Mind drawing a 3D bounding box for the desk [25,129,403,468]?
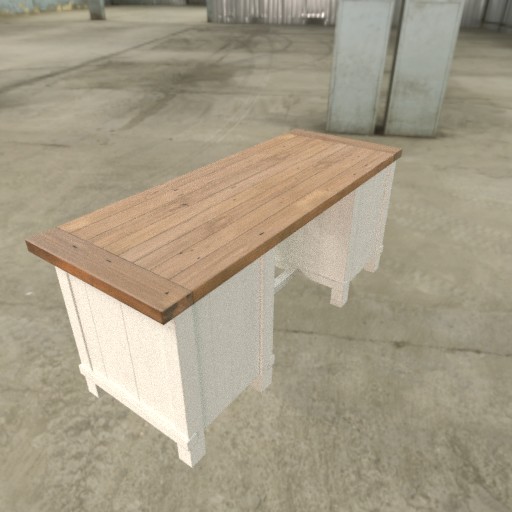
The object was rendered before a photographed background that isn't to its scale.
[{"bbox_3d":[0.000,0.000,2.200,0.688,0.760,1.803,21,37,31],"label":"desk"}]
